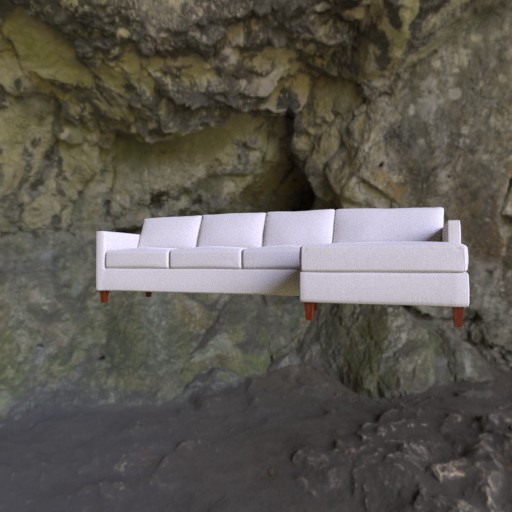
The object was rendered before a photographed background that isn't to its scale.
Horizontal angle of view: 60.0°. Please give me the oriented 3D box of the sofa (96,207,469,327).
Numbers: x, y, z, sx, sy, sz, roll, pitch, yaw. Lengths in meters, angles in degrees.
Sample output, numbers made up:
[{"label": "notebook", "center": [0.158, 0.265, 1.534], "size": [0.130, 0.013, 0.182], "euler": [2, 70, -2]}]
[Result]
[{"label": "sofa", "center": [0.000, 0.000, 4.128], "size": [3.471, 0.954, 1.599], "euler": [0, -1, 20]}]
